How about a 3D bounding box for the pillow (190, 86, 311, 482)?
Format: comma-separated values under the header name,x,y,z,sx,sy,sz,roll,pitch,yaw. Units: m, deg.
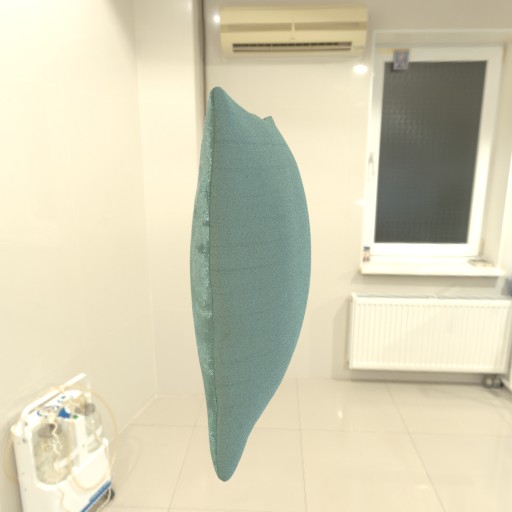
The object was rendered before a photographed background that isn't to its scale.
name,x,y,z,sx,sy,sz,roll,pitch,yaw
pillow,0.000,0.000,0.713,0.175,0.464,0.470,2,14,10
